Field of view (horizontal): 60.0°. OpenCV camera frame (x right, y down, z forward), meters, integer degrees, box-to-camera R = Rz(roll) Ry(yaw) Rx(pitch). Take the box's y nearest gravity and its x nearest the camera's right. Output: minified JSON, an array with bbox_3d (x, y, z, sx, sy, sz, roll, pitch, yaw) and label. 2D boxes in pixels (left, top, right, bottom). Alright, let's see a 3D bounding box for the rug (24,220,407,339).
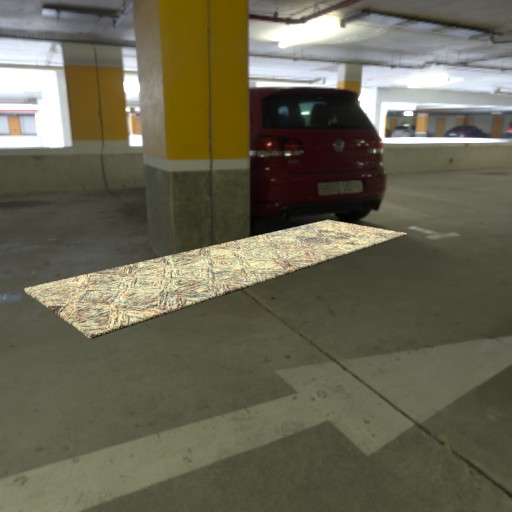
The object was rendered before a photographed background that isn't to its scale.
[{"bbox_3d":[0.000,0.000,2.546,2.292,0.015,0.688,-15,22,-42],"label":"rug"}]
